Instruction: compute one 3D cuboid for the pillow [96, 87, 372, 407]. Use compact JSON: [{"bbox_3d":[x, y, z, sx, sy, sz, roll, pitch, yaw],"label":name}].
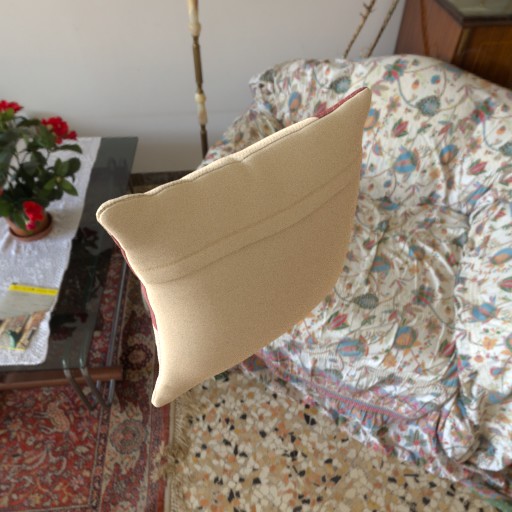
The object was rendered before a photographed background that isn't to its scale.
[{"bbox_3d":[0.000,0.000,0.816,0.536,0.506,0.229,-32,55,-27],"label":"pillow"}]
